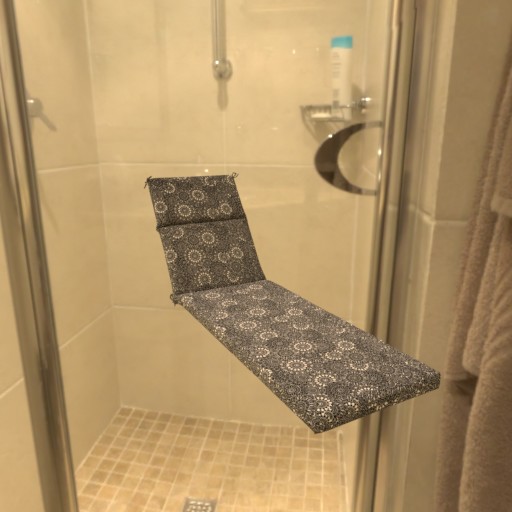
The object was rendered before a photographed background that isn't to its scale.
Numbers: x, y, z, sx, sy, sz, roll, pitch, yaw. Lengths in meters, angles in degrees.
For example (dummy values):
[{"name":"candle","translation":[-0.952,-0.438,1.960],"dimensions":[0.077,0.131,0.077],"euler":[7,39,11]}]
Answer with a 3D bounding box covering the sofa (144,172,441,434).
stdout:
[{"name":"sofa","translation":[0.000,0.000,1.993],"dimensions":[0.582,0.622,1.663],"euler":[-8,17,-28]}]
